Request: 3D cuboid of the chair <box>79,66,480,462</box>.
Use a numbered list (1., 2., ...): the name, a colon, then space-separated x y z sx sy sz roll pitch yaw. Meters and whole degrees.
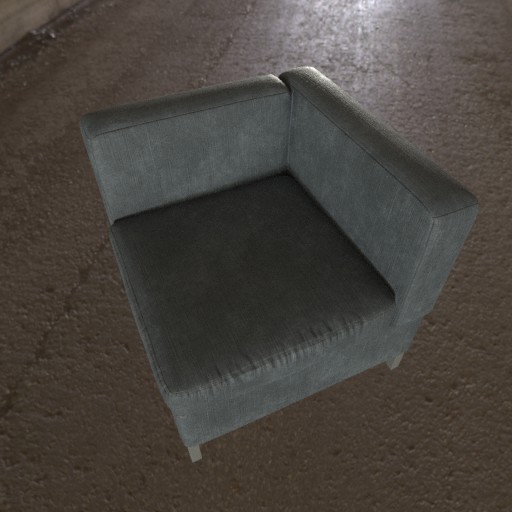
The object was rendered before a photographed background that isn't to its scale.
1. chair: 0.000 0.000 1.165 0.680 0.660 0.680 -19 49 -17
